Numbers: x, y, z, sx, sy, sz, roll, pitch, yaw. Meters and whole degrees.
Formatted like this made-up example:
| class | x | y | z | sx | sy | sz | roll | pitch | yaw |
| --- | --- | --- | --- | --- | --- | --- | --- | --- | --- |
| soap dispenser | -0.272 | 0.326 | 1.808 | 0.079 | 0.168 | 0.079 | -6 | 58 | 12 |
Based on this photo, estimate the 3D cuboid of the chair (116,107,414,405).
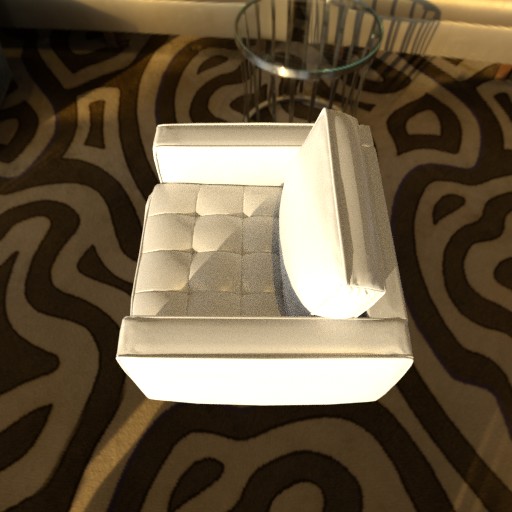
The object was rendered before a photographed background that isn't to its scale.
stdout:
| class | x | y | z | sx | sy | sz | roll | pitch | yaw |
| --- | --- | --- | --- | --- | --- | --- | --- | --- | --- |
| chair | 0.000 | 0.000 | 1.541 | 0.843 | 0.773 | 0.928 | 0 | 58 | 0 |
